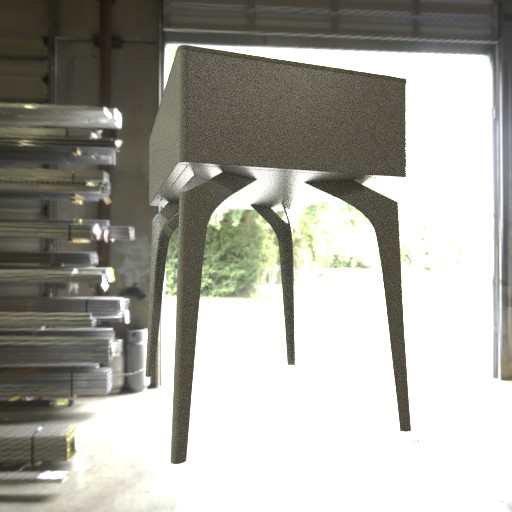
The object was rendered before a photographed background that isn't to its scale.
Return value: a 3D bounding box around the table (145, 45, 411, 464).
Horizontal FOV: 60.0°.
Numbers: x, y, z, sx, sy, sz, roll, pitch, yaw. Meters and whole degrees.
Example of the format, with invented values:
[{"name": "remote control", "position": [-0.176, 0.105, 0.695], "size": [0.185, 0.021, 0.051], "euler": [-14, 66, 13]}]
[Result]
[{"name": "table", "position": [0.000, 0.000, 0.896], "size": [0.400, 0.570, 0.500], "euler": [0, -1, -18]}]
